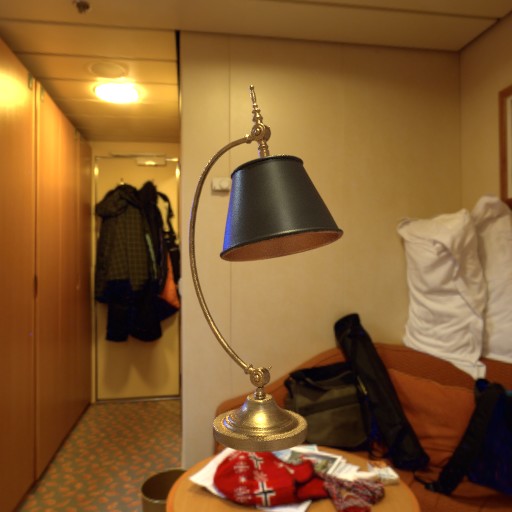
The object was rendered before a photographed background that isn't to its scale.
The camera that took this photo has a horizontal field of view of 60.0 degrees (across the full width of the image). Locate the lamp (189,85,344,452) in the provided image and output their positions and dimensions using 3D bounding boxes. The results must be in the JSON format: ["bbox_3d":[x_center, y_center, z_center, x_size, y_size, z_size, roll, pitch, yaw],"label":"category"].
[{"bbox_3d":[0.000,0.000,0.864,0.344,0.675,0.235,-1,-2,34],"label":"lamp"}]
